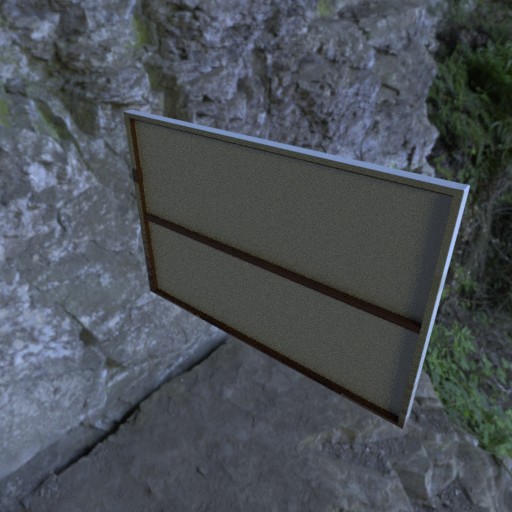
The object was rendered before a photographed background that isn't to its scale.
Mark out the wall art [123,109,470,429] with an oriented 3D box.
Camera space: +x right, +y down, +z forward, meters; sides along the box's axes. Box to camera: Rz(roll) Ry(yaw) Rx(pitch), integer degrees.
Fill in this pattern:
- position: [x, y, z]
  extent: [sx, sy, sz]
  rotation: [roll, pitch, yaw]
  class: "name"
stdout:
- position: [0.000, 0.000, 1.446]
  extent: [1.149, 0.765, 0.040]
  rotation: [22, 37, 32]
  class: "wall art"
